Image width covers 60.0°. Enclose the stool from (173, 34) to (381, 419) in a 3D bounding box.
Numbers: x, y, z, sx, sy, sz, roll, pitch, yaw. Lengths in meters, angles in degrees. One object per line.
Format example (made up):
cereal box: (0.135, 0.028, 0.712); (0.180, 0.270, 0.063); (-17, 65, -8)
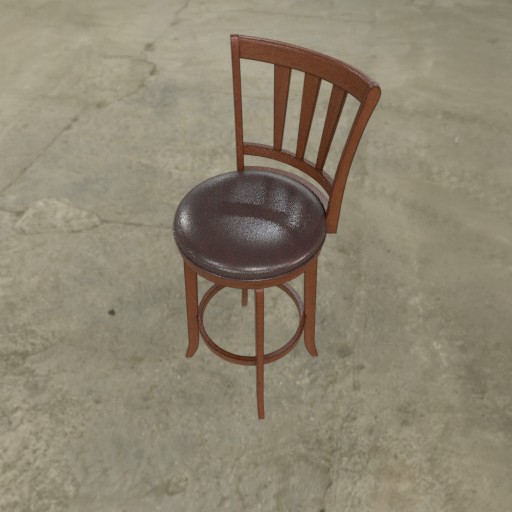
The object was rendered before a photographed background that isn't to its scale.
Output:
stool: (0.000, 0.000, 1.437); (0.464, 1.177, 0.503); (32, 55, 26)
